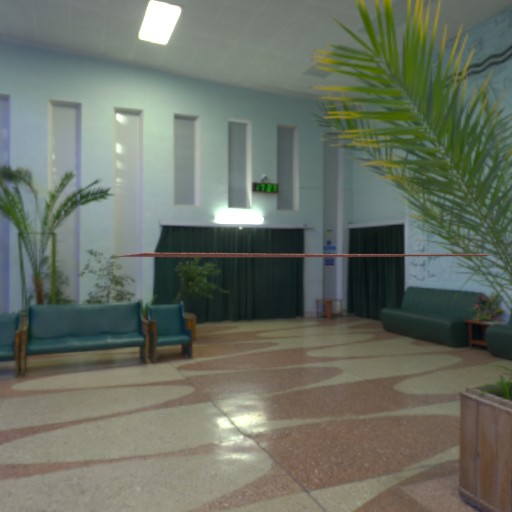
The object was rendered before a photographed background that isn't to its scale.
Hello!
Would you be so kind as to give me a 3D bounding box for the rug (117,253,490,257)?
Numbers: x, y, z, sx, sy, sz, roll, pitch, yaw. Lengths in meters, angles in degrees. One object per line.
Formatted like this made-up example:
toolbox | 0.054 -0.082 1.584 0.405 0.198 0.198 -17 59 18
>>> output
rug | 0.000 0.000 2.791 1.594 0.009 2.112 0 0 -20
